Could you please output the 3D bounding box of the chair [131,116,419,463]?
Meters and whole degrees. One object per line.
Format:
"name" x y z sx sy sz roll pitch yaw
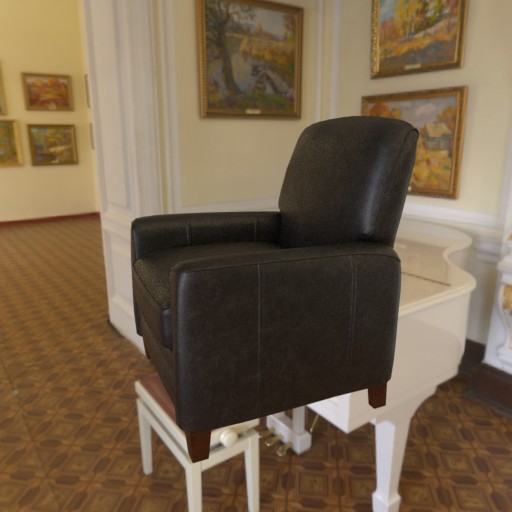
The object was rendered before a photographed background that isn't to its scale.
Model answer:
"chair" 0.000 0.000 1.658 0.864 1.014 0.848 -7 16 -23
